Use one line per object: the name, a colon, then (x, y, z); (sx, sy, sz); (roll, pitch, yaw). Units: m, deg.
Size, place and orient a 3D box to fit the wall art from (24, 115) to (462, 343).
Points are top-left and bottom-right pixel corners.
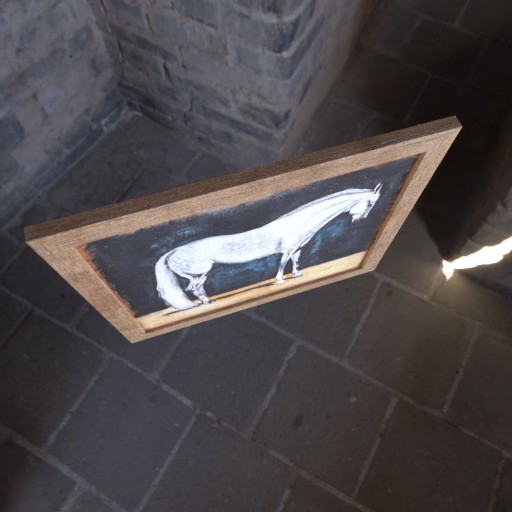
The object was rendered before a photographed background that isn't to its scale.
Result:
wall art: (0.000, 0.000, 0.941); (0.690, 0.588, 0.026); (-16, 66, -7)
